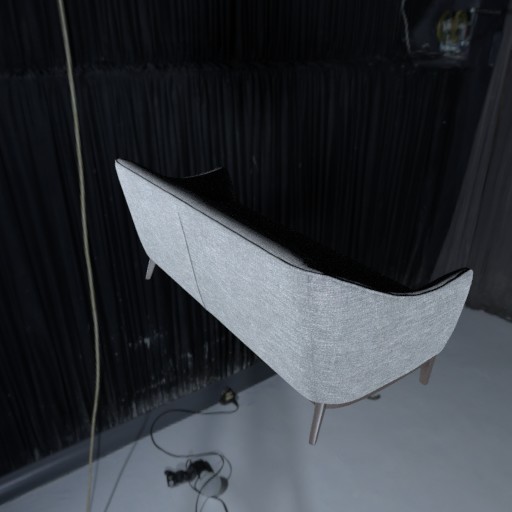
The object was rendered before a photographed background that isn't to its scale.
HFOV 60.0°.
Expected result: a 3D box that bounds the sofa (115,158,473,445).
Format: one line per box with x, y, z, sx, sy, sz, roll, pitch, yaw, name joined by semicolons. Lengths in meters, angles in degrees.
0.000;0.000;2.355;0.867;0.829;1.928;-17;31;-31;sofa
